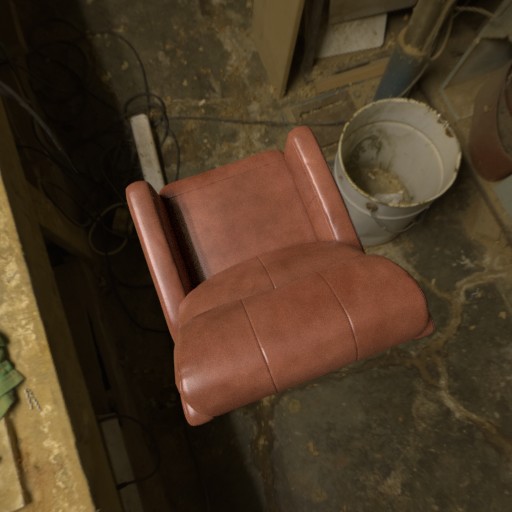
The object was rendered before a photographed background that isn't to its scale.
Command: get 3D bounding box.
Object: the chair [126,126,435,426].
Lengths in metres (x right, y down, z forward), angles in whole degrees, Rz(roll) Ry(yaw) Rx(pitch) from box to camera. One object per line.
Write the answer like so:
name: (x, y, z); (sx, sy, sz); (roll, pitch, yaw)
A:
chair: (0.000, 0.000, 1.677); (0.787, 1.016, 0.939); (-20, 77, -5)
